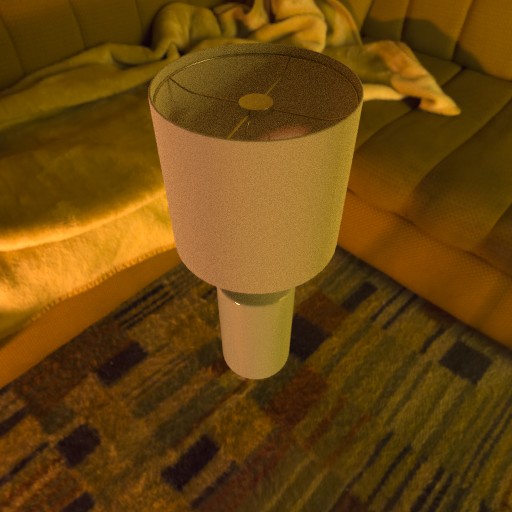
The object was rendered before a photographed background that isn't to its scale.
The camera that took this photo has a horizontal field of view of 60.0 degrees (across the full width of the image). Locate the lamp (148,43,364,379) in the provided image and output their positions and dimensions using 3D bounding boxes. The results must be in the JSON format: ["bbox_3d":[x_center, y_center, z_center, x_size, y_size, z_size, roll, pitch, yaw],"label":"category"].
[{"bbox_3d":[0.000,0.000,0.618,0.212,0.493,0.212,17,48,16],"label":"lamp"}]
